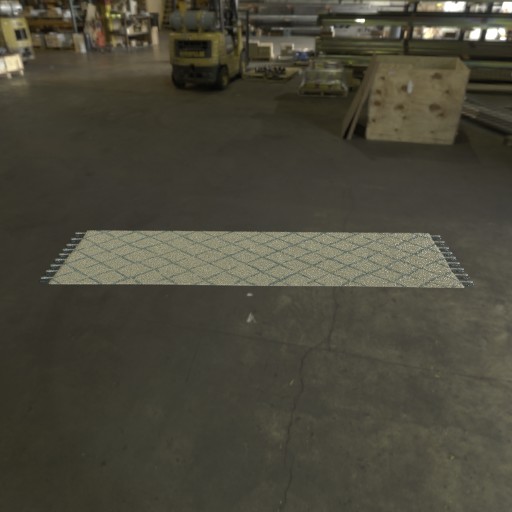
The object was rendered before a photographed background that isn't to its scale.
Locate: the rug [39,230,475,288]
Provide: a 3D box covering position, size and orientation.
[{"bbox_3d":[0.000,0.000,2.647,2.372,0.008,0.620,0,31,1],"label":"rug"}]
